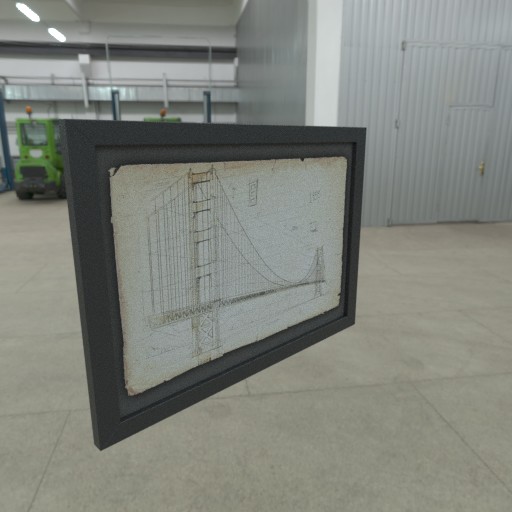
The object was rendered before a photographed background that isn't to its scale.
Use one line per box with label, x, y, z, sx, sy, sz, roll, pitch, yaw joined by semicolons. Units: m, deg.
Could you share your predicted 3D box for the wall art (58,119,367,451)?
wall art;0.000;0.000;0.538;0.432;0.306;0.016;-14;20;-42
